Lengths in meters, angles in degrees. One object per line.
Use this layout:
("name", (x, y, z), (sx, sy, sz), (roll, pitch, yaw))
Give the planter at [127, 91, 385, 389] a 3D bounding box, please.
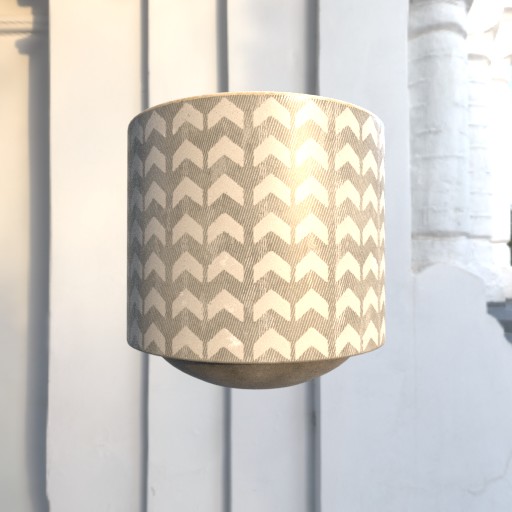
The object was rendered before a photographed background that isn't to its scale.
("planter", (0.000, 0.000, 0.340), (0.190, 0.181, 0.190), (0, -1, 0))
